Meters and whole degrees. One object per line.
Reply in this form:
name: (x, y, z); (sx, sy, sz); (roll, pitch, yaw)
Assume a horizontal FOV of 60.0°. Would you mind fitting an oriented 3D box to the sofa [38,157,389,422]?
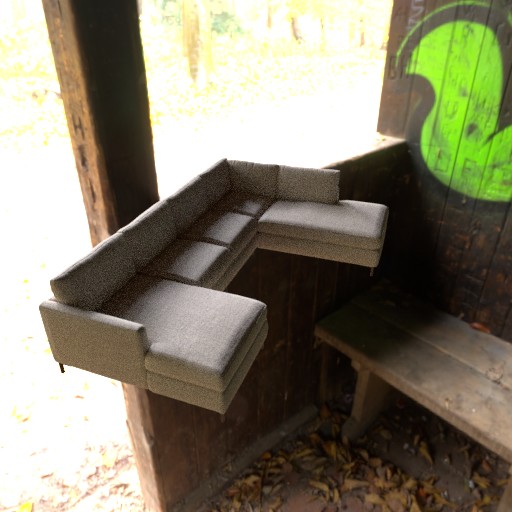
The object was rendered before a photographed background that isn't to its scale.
sofa: (0.000, 0.000, 3.604); (1.879, 0.756, 2.737); (10, 31, 17)
